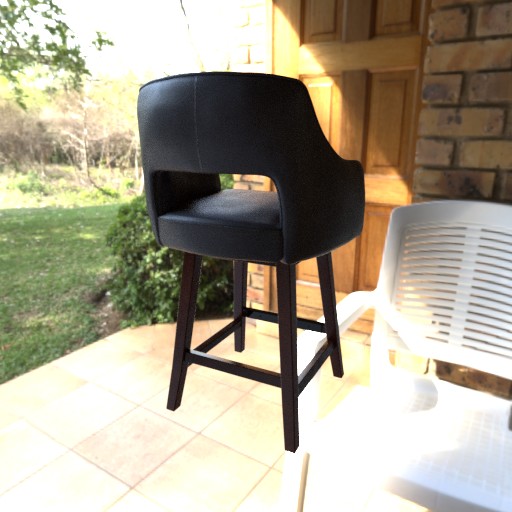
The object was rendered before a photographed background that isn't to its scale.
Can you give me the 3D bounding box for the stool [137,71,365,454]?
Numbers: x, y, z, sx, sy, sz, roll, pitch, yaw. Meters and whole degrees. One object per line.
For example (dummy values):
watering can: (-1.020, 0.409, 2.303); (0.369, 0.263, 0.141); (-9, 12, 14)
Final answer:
stool: (0.000, 0.000, 1.286); (0.550, 0.936, 0.560); (8, 18, 26)
